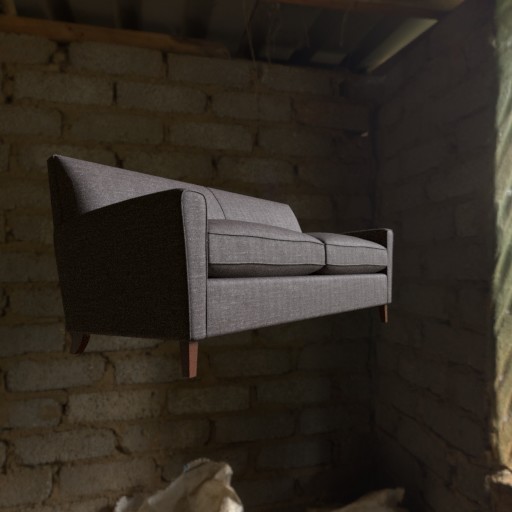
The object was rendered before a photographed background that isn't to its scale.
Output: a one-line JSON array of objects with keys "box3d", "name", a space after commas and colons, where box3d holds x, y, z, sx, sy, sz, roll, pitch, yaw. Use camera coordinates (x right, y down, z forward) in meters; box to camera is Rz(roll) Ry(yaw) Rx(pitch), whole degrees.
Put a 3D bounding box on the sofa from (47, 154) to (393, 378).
[{"box3d": [0.000, 0.000, 2.428, 0.875, 0.846, 1.976, -1, -2, 36], "name": "sofa"}]
